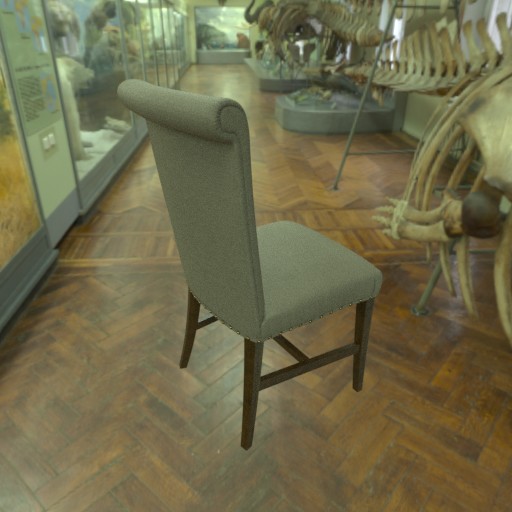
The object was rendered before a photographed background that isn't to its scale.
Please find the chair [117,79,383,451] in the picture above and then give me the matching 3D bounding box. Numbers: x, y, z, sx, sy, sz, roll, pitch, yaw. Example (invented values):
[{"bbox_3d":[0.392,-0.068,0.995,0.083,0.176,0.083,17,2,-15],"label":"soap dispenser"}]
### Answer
[{"bbox_3d":[0.000,0.000,1.340,0.608,0.988,0.513,-17,31,-30],"label":"chair"}]
